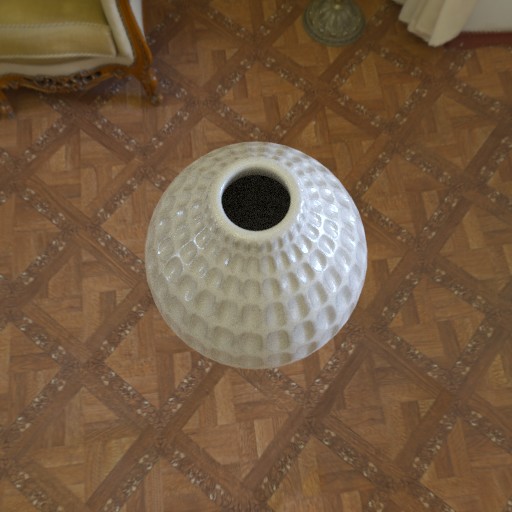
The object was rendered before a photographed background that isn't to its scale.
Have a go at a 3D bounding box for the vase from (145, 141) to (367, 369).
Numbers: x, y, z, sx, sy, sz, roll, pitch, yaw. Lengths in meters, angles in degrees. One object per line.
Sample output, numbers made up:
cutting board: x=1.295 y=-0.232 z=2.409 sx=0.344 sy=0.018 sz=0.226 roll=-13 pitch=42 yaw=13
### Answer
vase: x=0.000 y=0.000 z=0.260 sx=0.128 sy=0.167 sz=0.128 roll=0 pitch=73 yaw=0
